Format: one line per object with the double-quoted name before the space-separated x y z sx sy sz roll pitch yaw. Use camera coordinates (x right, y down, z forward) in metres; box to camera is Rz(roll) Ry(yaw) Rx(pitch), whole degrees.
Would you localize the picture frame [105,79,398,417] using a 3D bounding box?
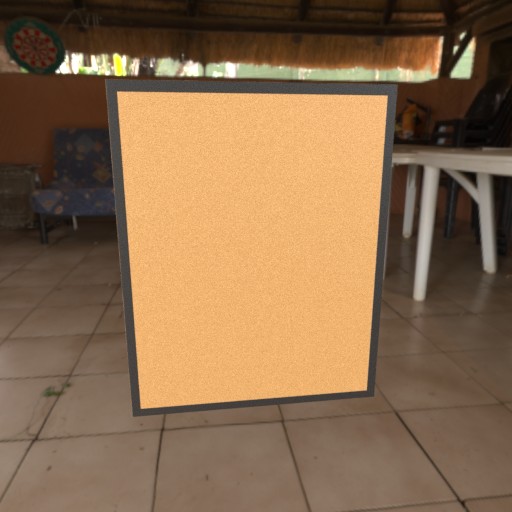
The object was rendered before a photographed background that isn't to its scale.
"picture frame" 0.000 0.000 0.721 0.421 0.526 0.046 -2 15 -8
